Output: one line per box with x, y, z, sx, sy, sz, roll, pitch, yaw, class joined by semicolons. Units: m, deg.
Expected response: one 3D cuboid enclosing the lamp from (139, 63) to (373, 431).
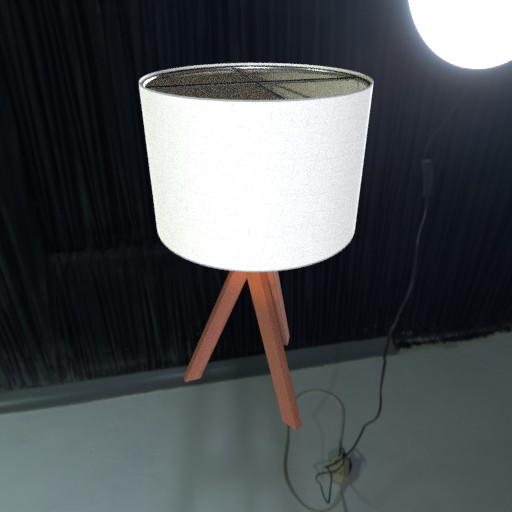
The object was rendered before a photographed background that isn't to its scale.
0.000;0.000;0.908;0.380;0.686;0.380;-8;31;-14;lamp
